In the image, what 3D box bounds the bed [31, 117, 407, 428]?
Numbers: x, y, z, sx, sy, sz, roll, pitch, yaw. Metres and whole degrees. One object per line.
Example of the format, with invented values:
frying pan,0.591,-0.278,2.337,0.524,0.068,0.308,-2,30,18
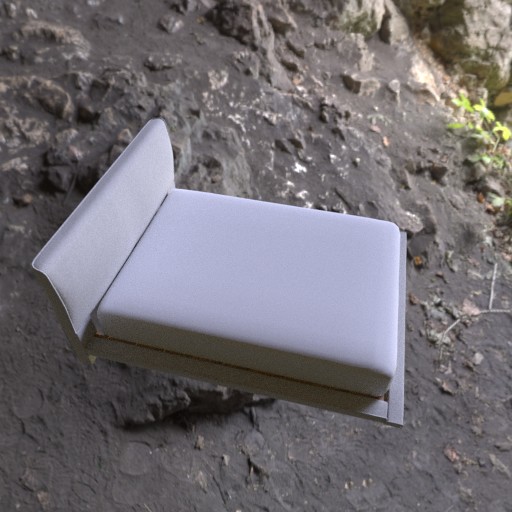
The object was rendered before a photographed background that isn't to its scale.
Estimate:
bed,0.000,0.000,3.363,2.368,1.067,1.840,10,47,10
